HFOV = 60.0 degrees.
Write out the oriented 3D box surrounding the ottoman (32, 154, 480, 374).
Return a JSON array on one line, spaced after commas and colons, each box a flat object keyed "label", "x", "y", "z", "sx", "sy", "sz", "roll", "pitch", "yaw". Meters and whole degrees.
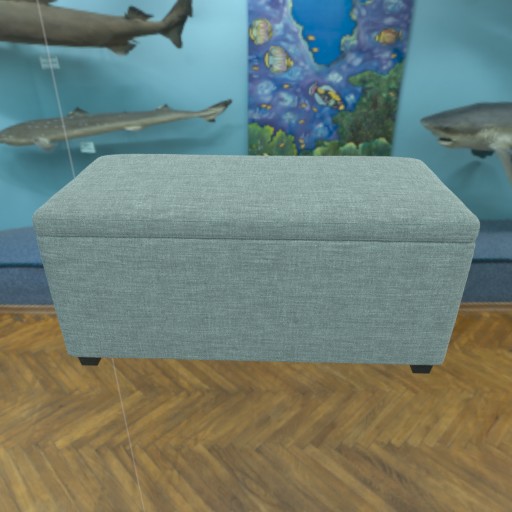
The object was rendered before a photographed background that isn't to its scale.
[{"label": "ottoman", "x": 0.000, "y": 0.000, "z": 1.121, "sx": 0.902, "sy": 0.432, "sz": 0.419, "roll": 1, "pitch": 29, "yaw": 2}]
